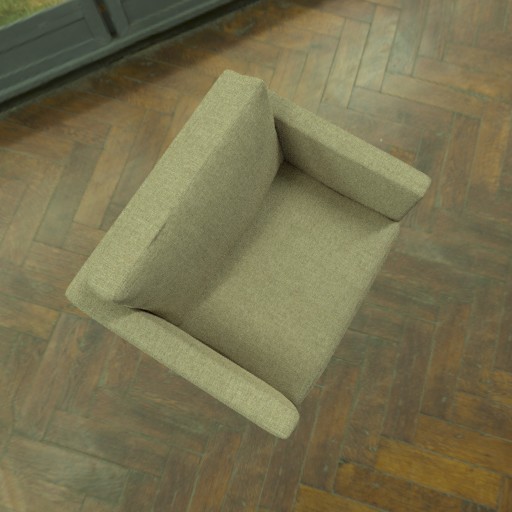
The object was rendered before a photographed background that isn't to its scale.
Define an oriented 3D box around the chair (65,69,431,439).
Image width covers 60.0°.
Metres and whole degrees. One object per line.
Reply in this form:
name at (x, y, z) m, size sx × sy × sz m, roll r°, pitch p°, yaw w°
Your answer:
chair at (0.000, 0.000, 1.878) m, size 0.959 × 0.987 × 1.107 m, roll 31°, pitch 78°, yaw 7°
